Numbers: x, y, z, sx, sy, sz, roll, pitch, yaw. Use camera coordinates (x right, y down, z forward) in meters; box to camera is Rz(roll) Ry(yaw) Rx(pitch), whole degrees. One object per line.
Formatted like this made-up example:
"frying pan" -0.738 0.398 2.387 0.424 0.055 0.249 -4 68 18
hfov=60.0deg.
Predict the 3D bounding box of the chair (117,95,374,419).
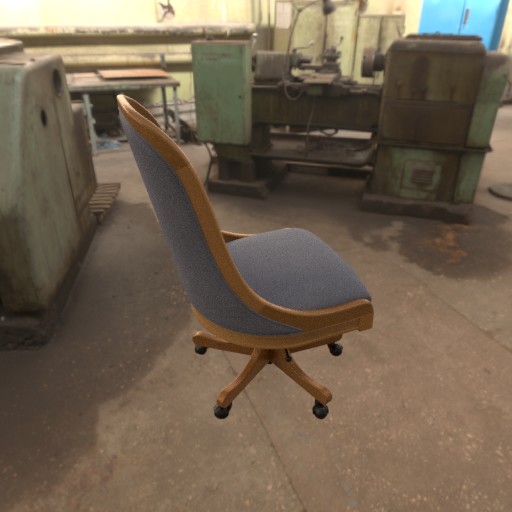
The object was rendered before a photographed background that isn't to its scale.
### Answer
"chair" 0.000 0.000 1.467 0.735 1.031 0.605 -10 30 -18
